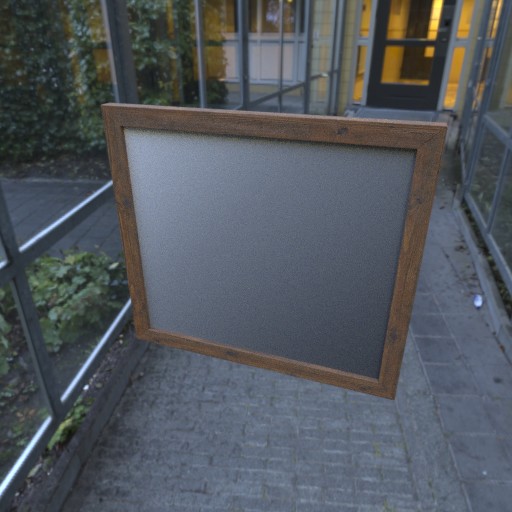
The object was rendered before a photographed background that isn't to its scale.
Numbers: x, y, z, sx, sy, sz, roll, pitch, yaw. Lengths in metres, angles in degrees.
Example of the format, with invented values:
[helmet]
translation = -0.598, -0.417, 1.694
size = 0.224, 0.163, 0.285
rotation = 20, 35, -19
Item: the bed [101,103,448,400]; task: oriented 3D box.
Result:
[bed]
translation = 0.000, 0.000, 1.512
size = 1.046, 0.942, 0.046
rotation = 9, 29, 17
